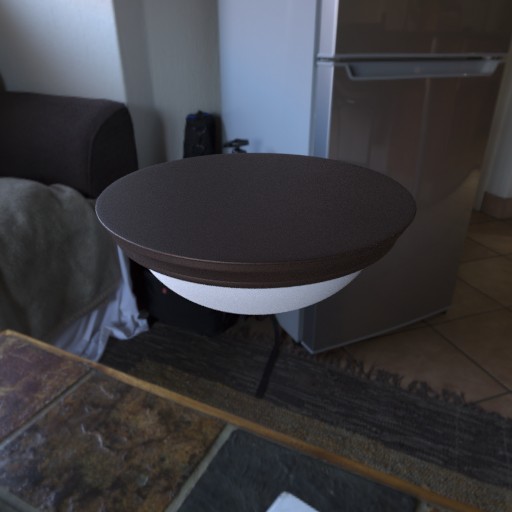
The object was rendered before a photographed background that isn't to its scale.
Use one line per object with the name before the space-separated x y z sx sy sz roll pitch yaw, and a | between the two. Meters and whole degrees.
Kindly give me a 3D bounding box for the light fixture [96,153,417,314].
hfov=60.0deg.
light fixture | 0.000 0.000 0.436 0.280 0.135 0.280 0 27 0
